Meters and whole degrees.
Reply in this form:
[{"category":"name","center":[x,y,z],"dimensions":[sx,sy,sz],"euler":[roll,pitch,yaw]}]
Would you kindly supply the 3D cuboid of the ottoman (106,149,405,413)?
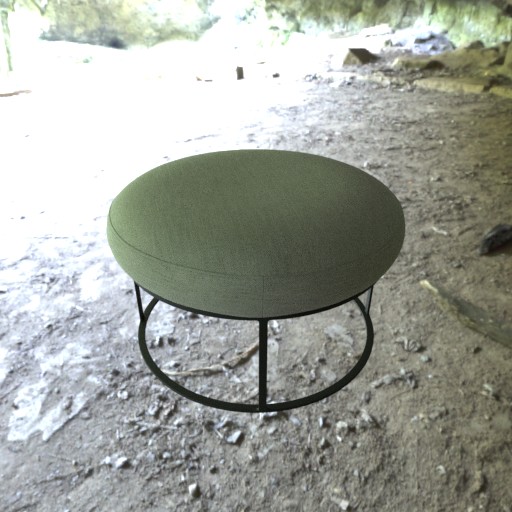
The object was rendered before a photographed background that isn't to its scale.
[{"category":"ottoman","center":[0.000,0.000,1.249],"dimensions":[0.769,0.459,0.769],"euler":[0,30,0]}]
